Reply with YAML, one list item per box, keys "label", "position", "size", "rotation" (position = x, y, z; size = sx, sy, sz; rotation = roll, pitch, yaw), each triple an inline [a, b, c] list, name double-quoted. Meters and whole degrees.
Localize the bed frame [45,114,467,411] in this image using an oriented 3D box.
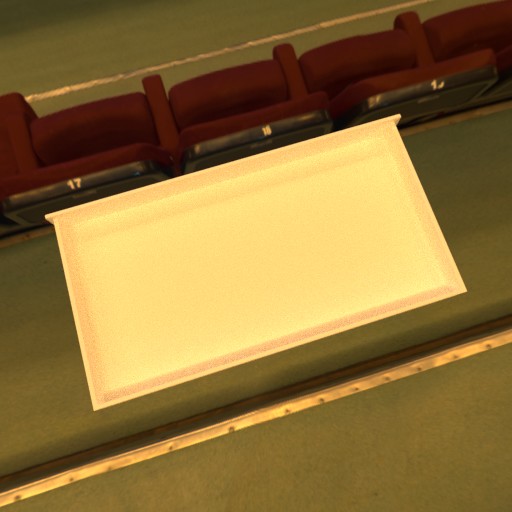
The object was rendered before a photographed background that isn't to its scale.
- label: "bed frame"
  position: [0.000, 0.000, 1.547]
  size: [1.300, 0.141, 0.670]
  rotation: [-17, 77, -4]
